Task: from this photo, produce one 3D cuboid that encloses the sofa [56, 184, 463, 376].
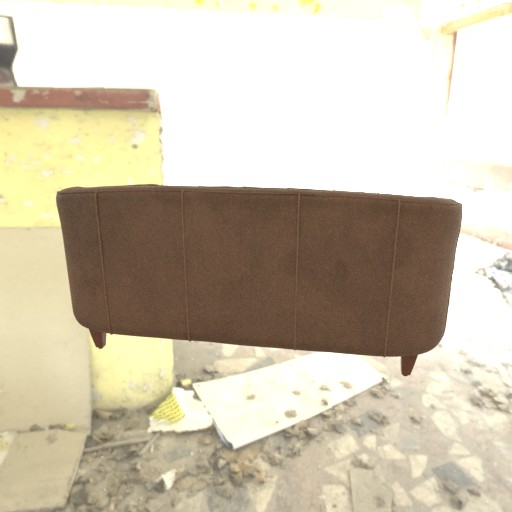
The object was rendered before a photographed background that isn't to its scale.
[{"bbox_3d":[0.000,0.000,2.227,1.767,0.799,0.917,3,17,9],"label":"sofa"}]
